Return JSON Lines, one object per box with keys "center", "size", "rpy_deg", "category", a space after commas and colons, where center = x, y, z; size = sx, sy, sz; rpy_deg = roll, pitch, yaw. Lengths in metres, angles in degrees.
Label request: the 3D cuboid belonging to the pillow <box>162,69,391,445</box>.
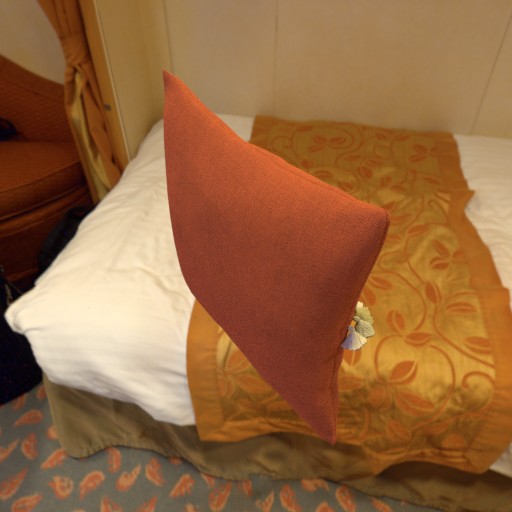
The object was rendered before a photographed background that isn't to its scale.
{"center": [0.000, 0.000, 0.733], "size": [0.165, 0.482, 0.490], "rpy_deg": [-26, 49, -26], "category": "pillow"}
